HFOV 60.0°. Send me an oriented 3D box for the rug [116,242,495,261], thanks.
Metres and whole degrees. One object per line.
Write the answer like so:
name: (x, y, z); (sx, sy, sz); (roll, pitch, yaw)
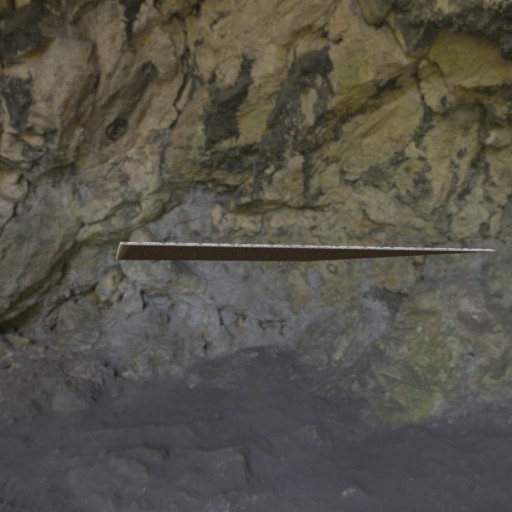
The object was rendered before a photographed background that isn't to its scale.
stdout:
rug: (0.000, 0.000, 4.077); (2.441, 0.017, 3.050); (1, -2, -18)
